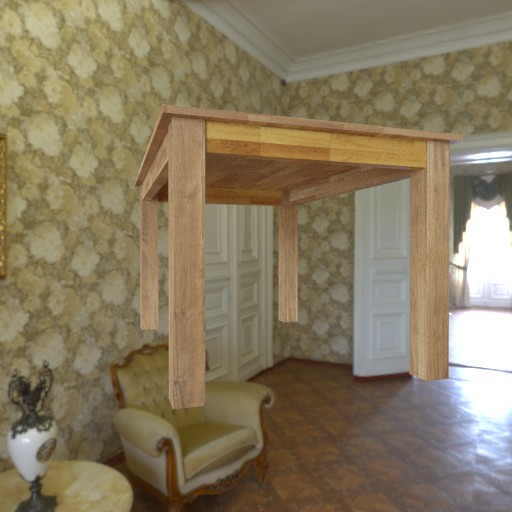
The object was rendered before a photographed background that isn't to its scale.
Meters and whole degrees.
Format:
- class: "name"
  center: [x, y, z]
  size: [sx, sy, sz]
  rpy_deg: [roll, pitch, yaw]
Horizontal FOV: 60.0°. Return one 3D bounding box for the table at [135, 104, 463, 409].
- class: "table"
  center: [0.000, 0.000, 1.830]
  size: [0.900, 0.750, 1.300]
  rpy_deg: [0, 1, -18]
